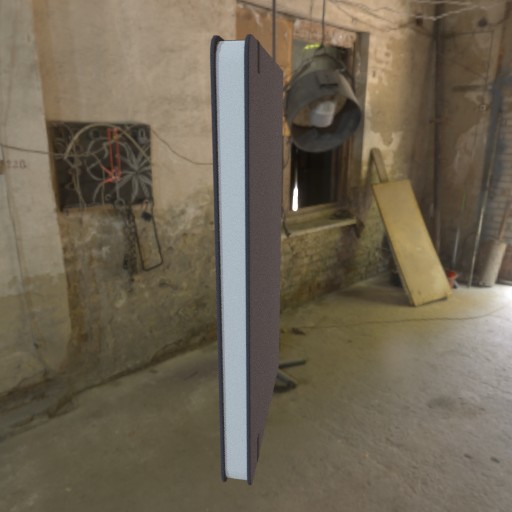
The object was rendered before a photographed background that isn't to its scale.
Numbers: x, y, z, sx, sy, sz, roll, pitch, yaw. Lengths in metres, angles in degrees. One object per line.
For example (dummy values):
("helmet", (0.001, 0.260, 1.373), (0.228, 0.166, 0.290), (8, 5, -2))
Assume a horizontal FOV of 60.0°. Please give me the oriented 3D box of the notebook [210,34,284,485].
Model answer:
("notebook", (0.000, 0.000, 0.256), (0.016, 0.213, 0.127), (3, 16, 9))
